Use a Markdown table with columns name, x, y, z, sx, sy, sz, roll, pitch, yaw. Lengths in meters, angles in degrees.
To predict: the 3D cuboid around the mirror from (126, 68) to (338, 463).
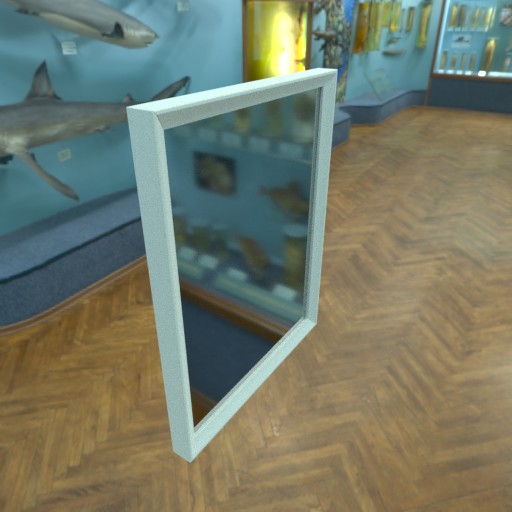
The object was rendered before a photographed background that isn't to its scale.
| name | x | y | z | sx | sy | sz | roll | pitch | yaw |
| --- | --- | --- | --- | --- | --- | --- | --- | --- | --- |
| mirror | 0.000 | 0.000 | 0.695 | 0.041 | 0.509 | 0.406 | 18 | 34 | 30 |
